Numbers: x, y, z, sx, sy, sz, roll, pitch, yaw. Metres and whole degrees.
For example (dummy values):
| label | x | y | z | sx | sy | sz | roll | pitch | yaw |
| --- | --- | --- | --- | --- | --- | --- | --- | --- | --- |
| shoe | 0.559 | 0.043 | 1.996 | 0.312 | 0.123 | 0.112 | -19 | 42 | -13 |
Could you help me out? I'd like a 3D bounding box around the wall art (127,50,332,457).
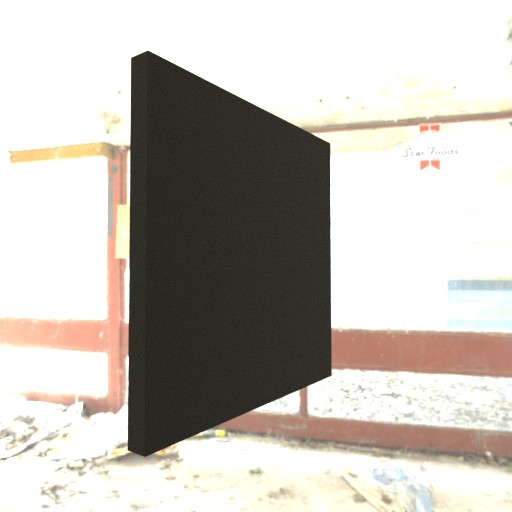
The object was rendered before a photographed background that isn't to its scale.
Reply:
| label | x | y | z | sx | sy | sz | roll | pitch | yaw |
| --- | --- | --- | --- | --- | --- | --- | --- | --- | --- |
| wall art | 0.000 | 0.000 | 0.695 | 0.030 | 0.458 | 0.462 | -1 | -2 | 36 |
